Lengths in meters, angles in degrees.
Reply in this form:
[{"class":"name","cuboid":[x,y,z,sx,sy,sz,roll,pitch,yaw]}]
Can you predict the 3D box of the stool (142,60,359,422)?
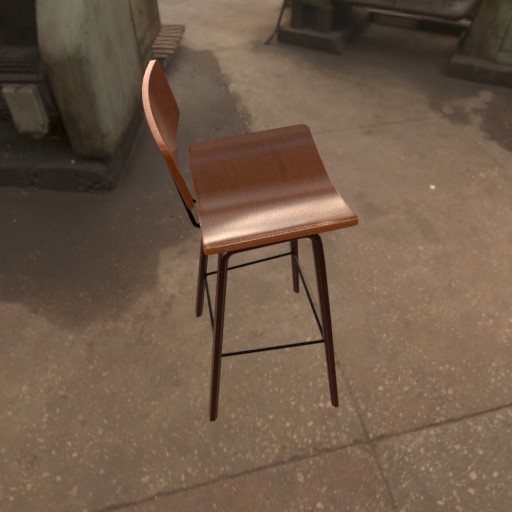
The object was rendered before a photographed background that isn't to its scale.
[{"class":"stool","cuboid":[0.000,0.000,1.218,0.440,0.969,0.509,-8,47,-8]}]
